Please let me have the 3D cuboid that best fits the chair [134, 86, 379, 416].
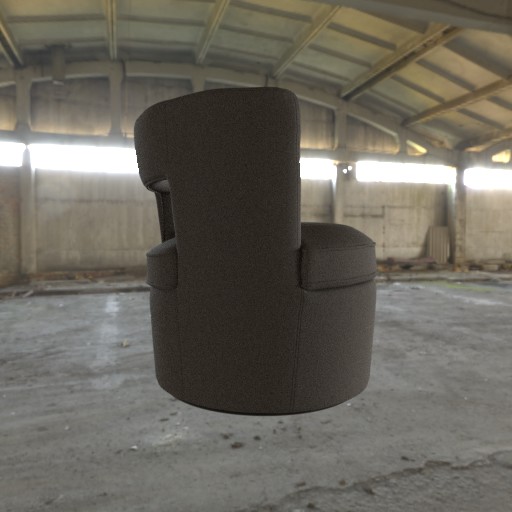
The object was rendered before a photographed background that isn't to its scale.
[{"bbox_3d":[0.000,0.000,1.251,0.660,0.719,0.689,-1,2,-17],"label":"chair"}]
